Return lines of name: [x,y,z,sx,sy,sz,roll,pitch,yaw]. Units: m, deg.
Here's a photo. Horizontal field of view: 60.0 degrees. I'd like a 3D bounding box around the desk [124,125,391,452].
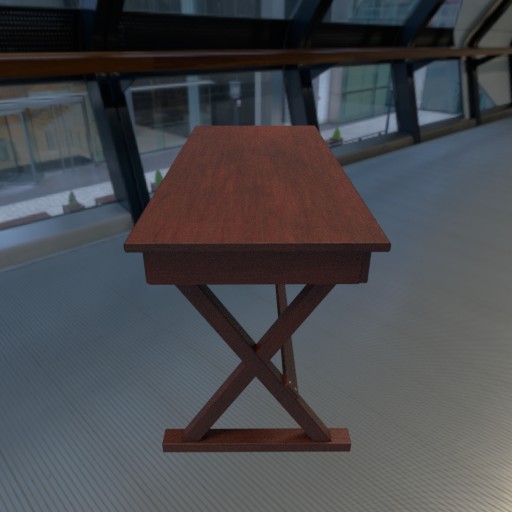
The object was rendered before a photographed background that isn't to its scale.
desk: [0.000,0.000,1.770,0.600,0.761,1.372,0,27,0]
